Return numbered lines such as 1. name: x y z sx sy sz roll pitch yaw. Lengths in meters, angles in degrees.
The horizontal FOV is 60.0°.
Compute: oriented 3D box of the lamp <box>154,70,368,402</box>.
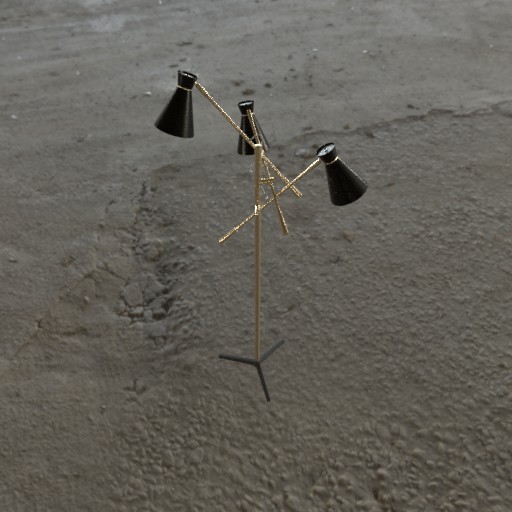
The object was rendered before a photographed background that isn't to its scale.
1. lamp: 0.000 0.000 2.200 0.750 1.804 0.653 -11 46 -11
